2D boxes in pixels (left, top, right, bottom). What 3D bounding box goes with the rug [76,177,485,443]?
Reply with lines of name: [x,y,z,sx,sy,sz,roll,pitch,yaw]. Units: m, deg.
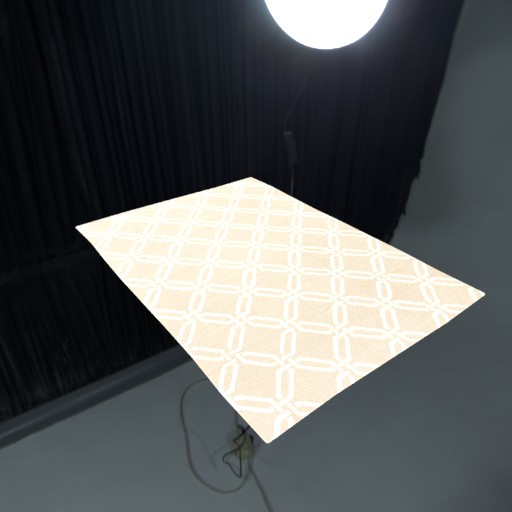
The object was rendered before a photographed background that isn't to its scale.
rug: [0.000,0.000,2.721,1.524,0.013,2.135,-22,38,-31]
